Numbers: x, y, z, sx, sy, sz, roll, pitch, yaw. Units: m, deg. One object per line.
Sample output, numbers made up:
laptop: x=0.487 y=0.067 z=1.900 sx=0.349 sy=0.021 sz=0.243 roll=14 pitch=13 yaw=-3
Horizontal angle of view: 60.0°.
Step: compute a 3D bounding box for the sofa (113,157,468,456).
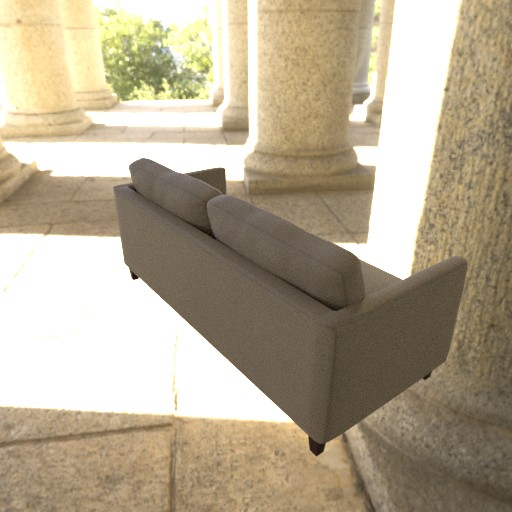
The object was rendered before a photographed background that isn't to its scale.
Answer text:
sofa: x=0.000 y=0.000 z=2.718 sx=0.948 sy=0.932 sz=2.181 roll=-18 pitch=31 yaw=-33
